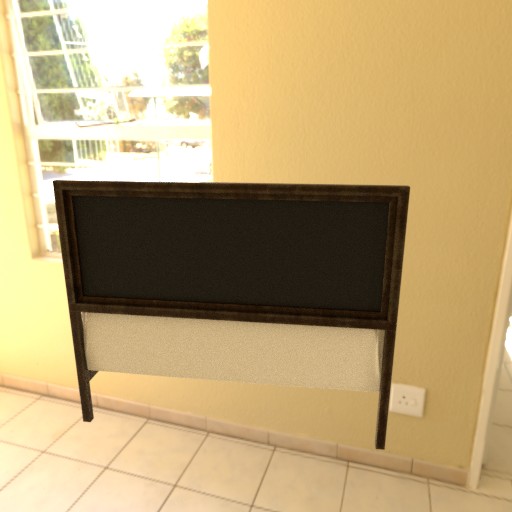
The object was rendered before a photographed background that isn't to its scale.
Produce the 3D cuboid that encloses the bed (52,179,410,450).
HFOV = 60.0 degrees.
[{"bbox_3d":[0.000,0.000,3.193,1.607,1.313,2.221,2,17,8],"label":"bed"}]
